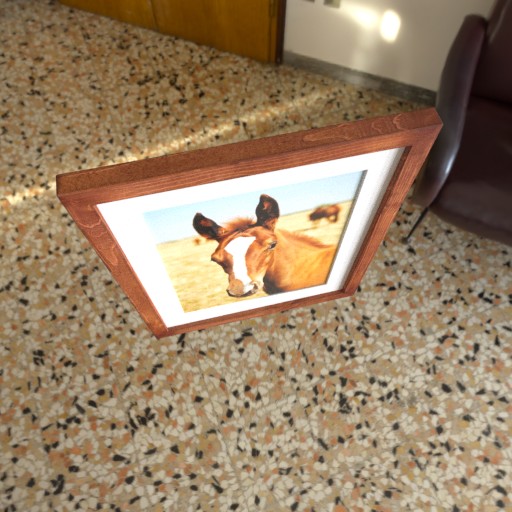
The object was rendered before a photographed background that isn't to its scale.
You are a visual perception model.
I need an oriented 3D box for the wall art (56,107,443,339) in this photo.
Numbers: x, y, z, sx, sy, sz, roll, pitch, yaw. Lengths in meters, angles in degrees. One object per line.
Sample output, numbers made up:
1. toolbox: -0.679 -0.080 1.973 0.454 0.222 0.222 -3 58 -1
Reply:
1. wall art: 0.000 0.000 0.770 0.462 0.558 0.030 -12 64 -6
